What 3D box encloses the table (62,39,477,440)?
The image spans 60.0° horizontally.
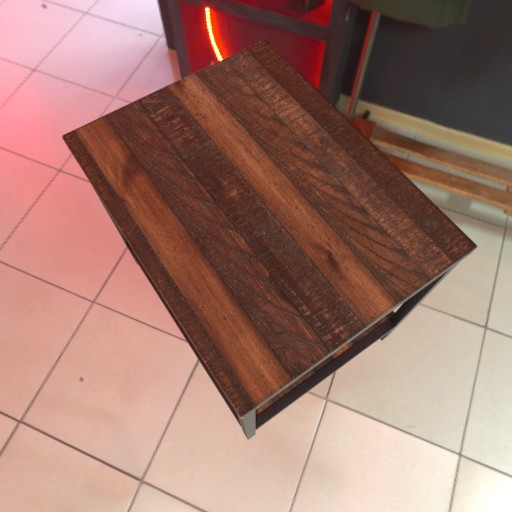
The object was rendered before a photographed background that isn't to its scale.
[{"bbox_3d":[0.000,0.000,1.146,0.524,0.612,0.678,-32,68,-14],"label":"table"}]
